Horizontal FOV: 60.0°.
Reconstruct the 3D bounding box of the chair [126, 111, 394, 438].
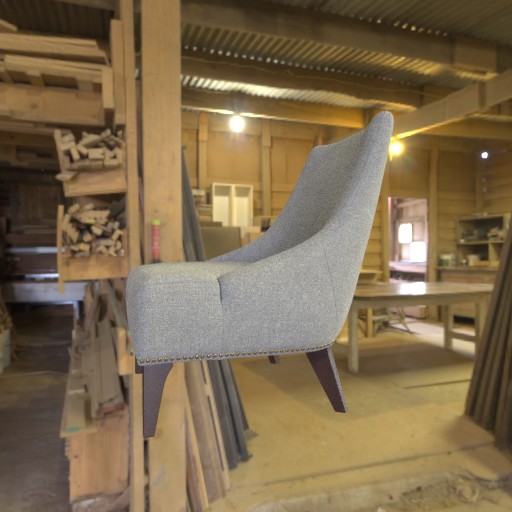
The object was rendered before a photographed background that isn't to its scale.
[{"bbox_3d":[0.000,0.000,1.530,0.861,0.909,0.701,0,1,-17],"label":"chair"}]
